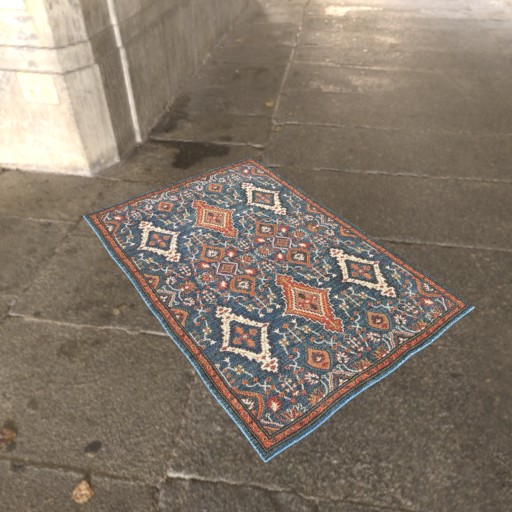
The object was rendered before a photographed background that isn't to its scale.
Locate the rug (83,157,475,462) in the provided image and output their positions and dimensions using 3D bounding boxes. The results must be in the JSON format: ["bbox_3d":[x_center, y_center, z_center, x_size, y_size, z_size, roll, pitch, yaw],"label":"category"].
[{"bbox_3d":[0.000,0.000,3.069,1.622,0.009,2.373,-25,47,-26],"label":"rug"}]
